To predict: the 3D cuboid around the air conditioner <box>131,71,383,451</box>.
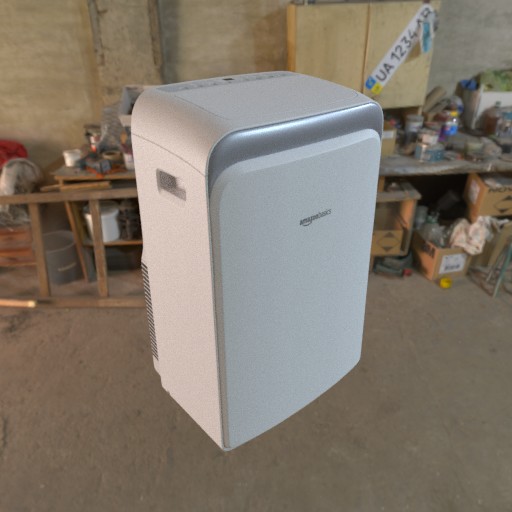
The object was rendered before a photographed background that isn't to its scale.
[{"bbox_3d":[0.000,0.000,0.961,0.454,0.700,0.365,-22,37,-33],"label":"air conditioner"}]
